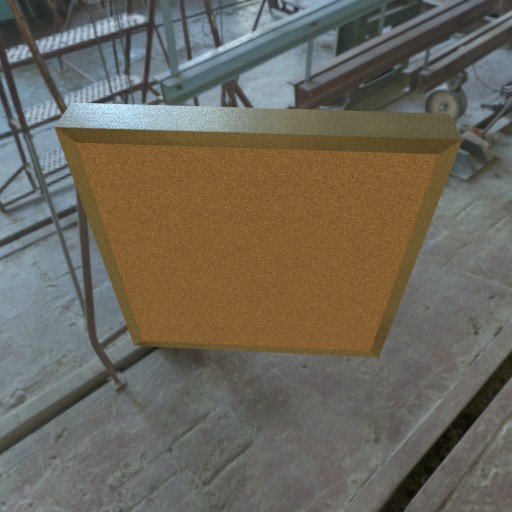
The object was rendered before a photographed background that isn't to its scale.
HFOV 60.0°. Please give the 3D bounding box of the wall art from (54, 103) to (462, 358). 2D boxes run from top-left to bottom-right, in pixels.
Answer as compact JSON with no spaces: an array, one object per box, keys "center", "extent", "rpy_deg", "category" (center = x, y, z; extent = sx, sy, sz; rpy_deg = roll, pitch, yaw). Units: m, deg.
[{"center":[0.000,0.000,0.453],"extent":[0.304,0.305,0.038],"rpy_deg":[2,46,2],"category":"wall art"}]
